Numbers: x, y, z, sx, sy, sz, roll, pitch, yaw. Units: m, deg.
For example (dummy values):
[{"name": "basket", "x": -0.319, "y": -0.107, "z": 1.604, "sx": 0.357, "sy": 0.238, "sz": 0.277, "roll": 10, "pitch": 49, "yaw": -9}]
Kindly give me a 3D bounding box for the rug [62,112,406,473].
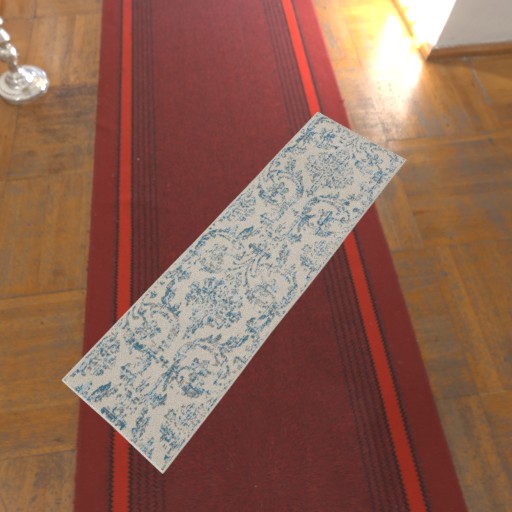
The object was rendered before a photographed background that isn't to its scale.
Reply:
[{"name": "rug", "x": 0.000, "y": 0.000, "z": 2.428, "sx": 0.662, "sy": 0.011, "sz": 2.196, "roll": 34, "pitch": 68, "yaw": 16}]
